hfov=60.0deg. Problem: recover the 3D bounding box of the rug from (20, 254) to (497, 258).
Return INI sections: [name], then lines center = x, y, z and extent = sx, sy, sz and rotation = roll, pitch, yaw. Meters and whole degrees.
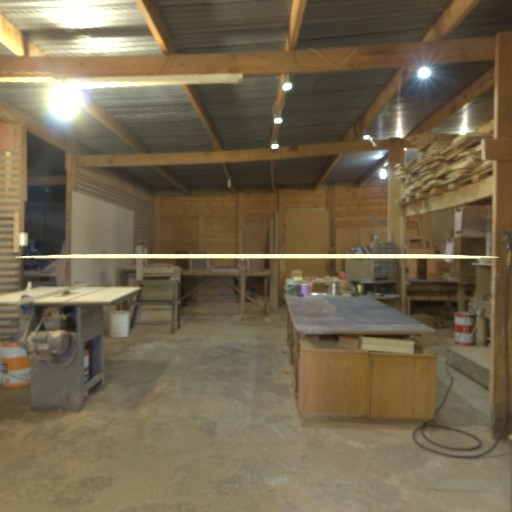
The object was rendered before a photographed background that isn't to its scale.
[rug]
center = 0.000, 0.000, 2.619
extent = 2.449, 0.011, 0.774
rotation = 0, 1, 1
